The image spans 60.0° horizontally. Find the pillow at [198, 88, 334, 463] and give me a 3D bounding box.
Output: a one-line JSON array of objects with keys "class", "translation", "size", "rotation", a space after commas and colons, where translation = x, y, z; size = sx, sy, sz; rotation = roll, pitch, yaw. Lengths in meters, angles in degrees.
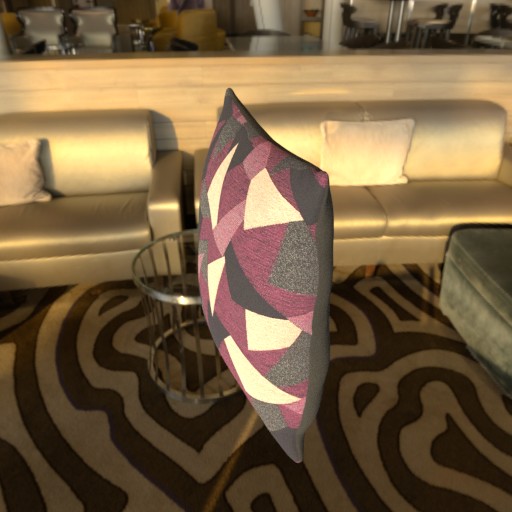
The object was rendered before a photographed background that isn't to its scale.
[{"class": "pillow", "translation": [0.000, 0.000, 0.794], "size": [0.208, 0.496, 0.503], "rotation": [-8, 31, -13]}]
